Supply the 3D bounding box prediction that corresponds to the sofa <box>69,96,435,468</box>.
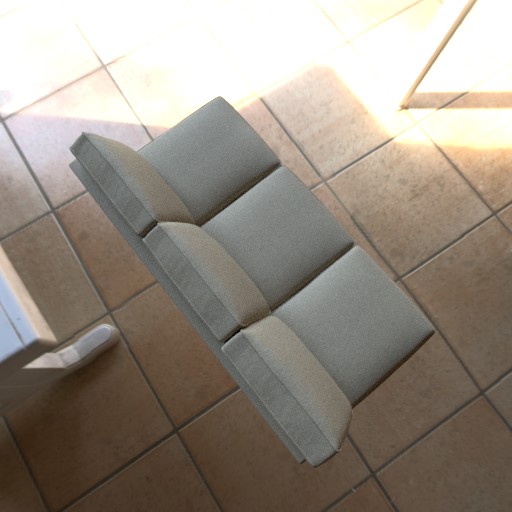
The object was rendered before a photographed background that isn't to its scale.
[{"bbox_3d":[0.000,0.000,2.537,1.027,0.973,1.962,-38,78,-10],"label":"sofa"}]
